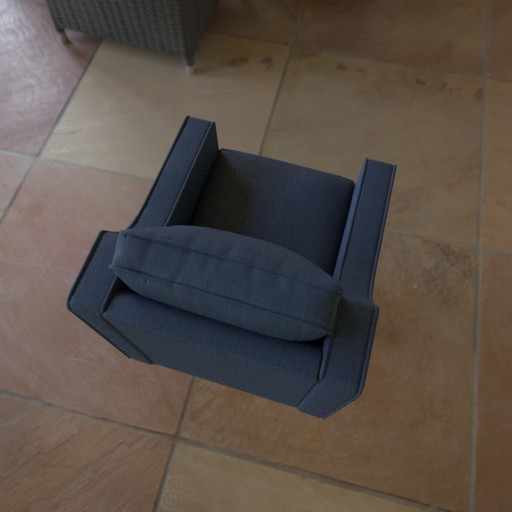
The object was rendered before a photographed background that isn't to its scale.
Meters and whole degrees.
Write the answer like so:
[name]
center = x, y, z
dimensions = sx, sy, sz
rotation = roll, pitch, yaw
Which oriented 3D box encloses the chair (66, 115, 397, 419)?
[chair]
center = 0.000, 0.000, 1.655
dimensions = 0.831, 0.960, 0.909
rotation = 15, 66, 7
